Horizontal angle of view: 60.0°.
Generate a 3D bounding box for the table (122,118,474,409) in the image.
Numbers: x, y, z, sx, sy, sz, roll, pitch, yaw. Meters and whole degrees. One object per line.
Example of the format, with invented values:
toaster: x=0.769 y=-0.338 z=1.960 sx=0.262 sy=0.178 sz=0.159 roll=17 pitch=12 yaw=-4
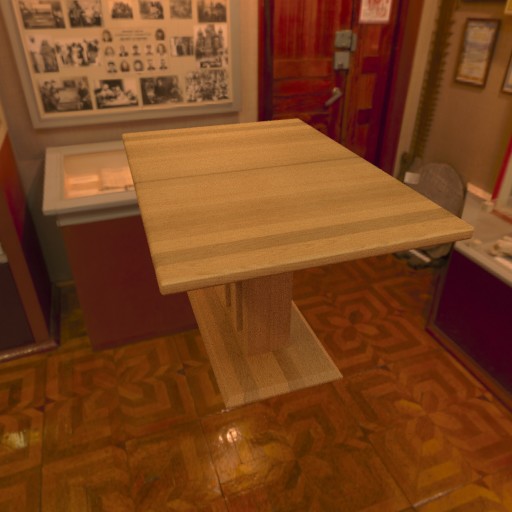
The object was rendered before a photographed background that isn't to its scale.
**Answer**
table: x=0.000 y=0.000 z=1.874 sx=0.900 sy=0.770 sz=1.300 roll=-10 pitch=33 yaw=-16
